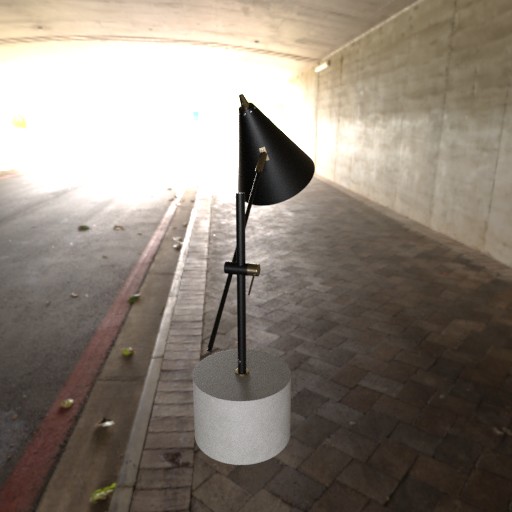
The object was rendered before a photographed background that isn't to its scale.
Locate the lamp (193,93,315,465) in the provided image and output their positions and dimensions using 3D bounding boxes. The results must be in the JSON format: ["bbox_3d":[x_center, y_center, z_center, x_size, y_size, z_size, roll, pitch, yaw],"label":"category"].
[{"bbox_3d":[0.000,0.000,0.740,0.214,0.518,0.403,8,18,26],"label":"lamp"}]
